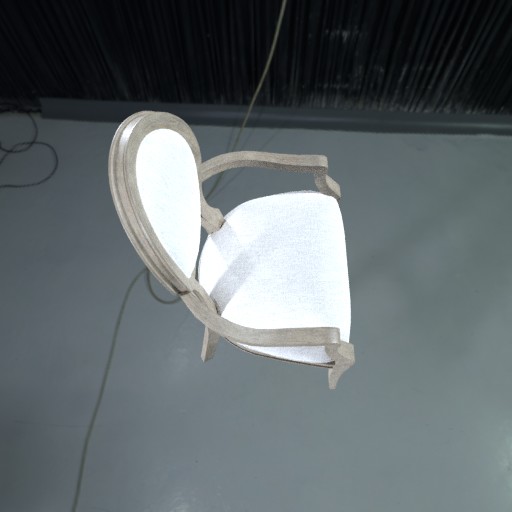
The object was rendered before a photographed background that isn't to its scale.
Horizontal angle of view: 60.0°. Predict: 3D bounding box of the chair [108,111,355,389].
[{"bbox_3d":[0.000,0.000,1.347,0.602,0.991,0.611,1,63,0],"label":"chair"}]
